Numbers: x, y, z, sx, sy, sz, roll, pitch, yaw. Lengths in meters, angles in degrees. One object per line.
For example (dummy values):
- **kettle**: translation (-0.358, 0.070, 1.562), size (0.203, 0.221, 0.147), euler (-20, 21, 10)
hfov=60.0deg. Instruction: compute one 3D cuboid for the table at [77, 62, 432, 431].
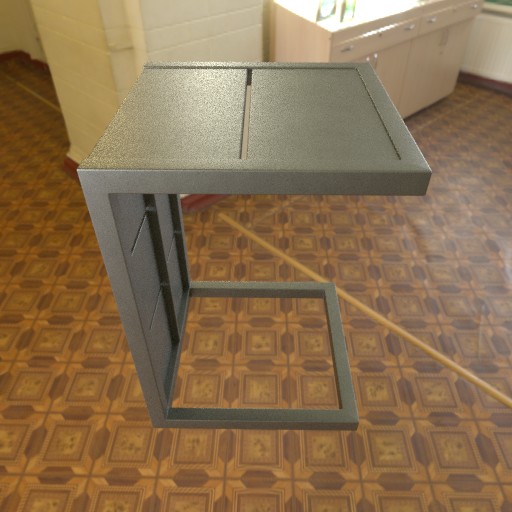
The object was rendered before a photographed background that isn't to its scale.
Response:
- **table**: translation (0.000, 0.000, 0.873), size (0.420, 0.609, 0.405), euler (1, 40, 1)
